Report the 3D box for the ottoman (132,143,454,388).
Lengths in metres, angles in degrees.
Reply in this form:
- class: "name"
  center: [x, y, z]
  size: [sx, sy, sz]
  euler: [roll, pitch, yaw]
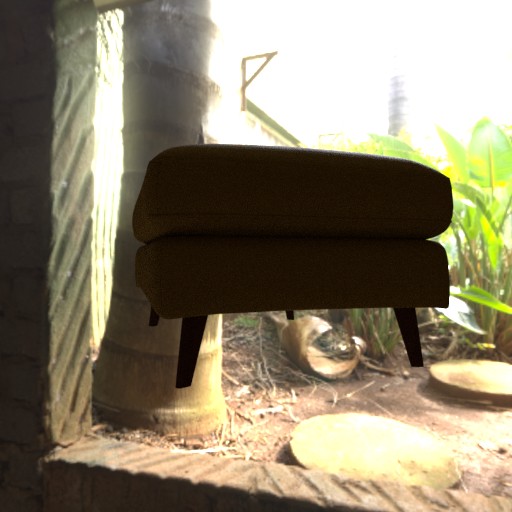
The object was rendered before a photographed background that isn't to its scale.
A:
- class: "ottoman"
  center: [0.000, 0.000, 1.160]
  size: [0.608, 0.449, 0.811]
  euler: [0, 0, -17]
